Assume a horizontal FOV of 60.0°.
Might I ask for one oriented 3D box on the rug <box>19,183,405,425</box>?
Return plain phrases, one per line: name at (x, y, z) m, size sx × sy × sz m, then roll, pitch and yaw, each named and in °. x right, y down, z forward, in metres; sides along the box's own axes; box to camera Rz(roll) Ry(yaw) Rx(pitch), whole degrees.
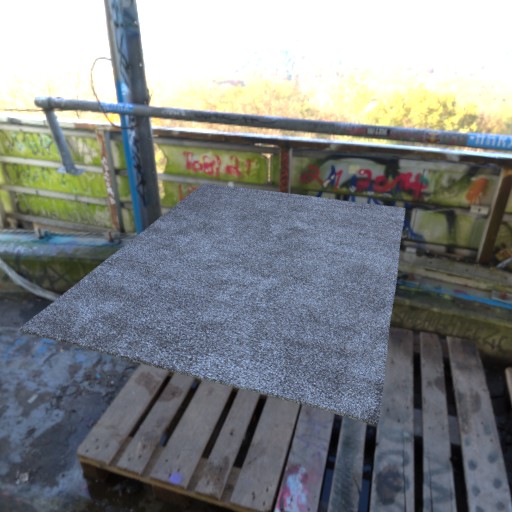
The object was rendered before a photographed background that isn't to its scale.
rug at (0.000, 0.000, 3.917) m, size 2.401 × 0.025 × 3.000 m, roll 10°, pitch 31°, yaw 16°
